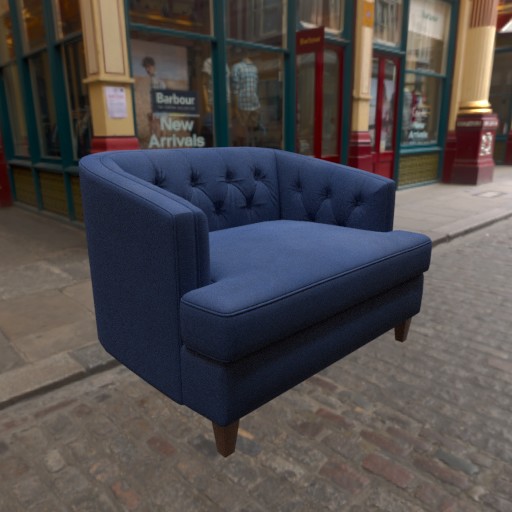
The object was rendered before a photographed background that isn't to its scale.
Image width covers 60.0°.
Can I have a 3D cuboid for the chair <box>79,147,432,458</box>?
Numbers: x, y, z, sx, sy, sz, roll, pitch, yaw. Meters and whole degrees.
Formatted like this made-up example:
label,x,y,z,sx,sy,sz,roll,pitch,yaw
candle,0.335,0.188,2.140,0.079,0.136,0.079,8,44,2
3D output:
label,x,y,z,sx,sy,sz,roll,pitch,yaw
chair,0.000,0.000,1.713,1.118,0.787,0.914,-15,21,-43
